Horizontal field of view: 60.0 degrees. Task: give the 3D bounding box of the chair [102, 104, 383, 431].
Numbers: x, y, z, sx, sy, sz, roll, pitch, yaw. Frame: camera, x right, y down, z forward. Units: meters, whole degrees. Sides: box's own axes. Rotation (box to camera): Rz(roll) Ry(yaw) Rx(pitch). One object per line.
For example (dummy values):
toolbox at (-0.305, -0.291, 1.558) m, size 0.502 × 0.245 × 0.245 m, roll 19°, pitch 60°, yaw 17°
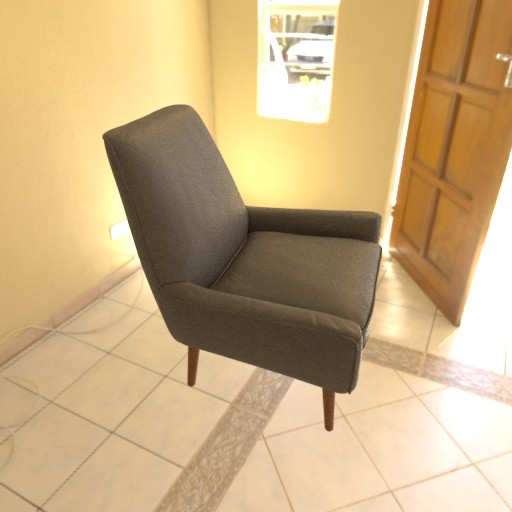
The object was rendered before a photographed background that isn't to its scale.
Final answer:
chair at (0.000, 0.000, 1.512) m, size 0.822 × 0.888 × 0.787 m, roll 9°, pitch 31°, yaw 15°
